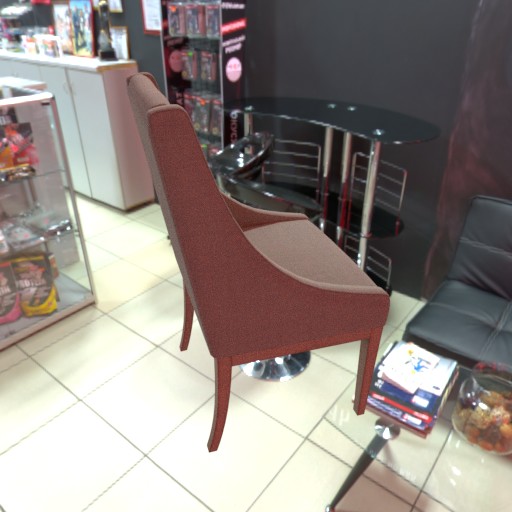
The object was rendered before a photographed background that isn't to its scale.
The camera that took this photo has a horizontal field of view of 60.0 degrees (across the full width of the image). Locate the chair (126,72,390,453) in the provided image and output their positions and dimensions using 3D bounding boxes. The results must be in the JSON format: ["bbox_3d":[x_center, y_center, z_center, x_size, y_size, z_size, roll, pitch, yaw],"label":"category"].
[{"bbox_3d":[0.000,0.000,1.368,0.611,1.021,0.575,-10,31,-16],"label":"chair"}]
